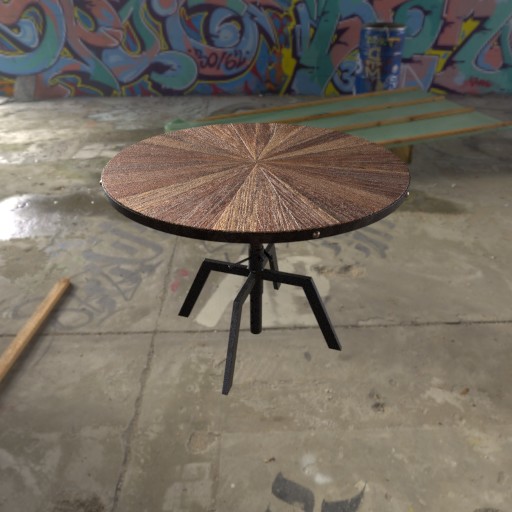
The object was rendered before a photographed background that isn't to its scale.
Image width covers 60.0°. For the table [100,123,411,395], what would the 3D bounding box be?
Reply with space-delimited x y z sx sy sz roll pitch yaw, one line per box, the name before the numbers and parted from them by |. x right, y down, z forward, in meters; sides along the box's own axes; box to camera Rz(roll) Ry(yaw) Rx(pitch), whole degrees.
table | 0.000 0.000 1.492 0.885 0.658 0.885 0 31 0
